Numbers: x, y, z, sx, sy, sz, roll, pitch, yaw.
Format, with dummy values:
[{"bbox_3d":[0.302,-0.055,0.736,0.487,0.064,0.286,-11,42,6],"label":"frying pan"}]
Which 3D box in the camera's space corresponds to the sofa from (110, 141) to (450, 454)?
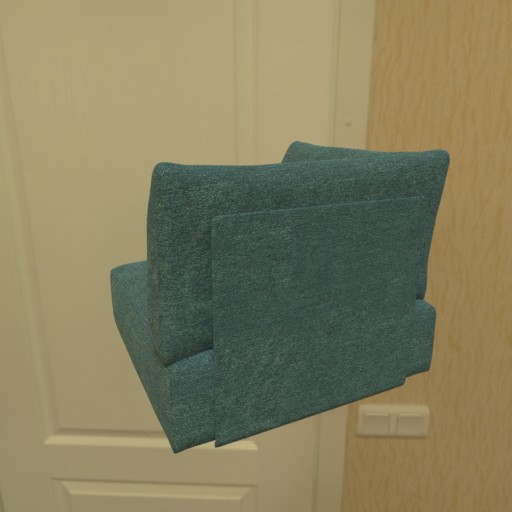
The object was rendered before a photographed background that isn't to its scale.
[{"bbox_3d":[0.000,0.000,1.705,1.000,0.820,1.000,-8,19,-25],"label":"sofa"}]
